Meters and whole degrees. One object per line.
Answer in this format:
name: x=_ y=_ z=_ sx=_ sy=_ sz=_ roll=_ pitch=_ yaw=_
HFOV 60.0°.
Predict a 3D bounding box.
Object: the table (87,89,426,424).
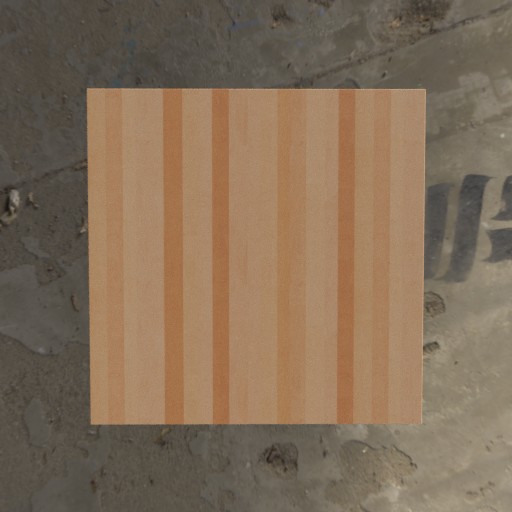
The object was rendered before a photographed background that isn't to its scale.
table: x=0.000 y=0.000 z=1.414 sx=0.900 sy=0.450 sz=0.900 roll=0 pitch=92 yaw=0
